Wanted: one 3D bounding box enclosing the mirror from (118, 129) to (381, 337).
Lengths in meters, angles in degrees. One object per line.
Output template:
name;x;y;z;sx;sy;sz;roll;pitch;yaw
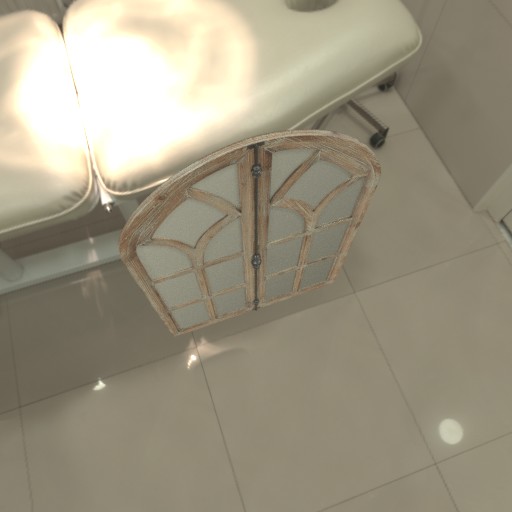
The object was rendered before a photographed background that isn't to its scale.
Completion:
mirror;0.000;0.000;1.166;0.609;0.915;0.032;-18;67;-8
